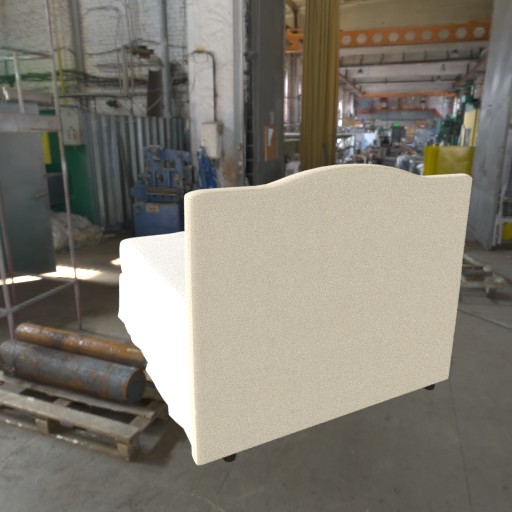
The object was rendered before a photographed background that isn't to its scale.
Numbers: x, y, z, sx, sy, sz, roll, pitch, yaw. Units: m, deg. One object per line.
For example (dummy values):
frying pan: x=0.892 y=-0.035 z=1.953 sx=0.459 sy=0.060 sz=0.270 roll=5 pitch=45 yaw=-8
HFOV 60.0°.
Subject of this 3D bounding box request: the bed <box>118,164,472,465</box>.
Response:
bed: x=0.000 y=0.000 z=3.240 sx=1.741 sy=1.449 sz=2.196 roll=-8 pitch=17 yaw=-26
